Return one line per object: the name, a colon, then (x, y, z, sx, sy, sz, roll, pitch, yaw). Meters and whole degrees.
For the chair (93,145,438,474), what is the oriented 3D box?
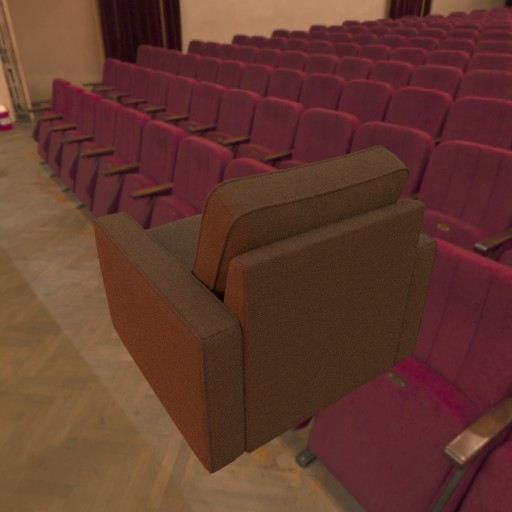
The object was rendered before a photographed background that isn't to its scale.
chair: (0.000, 0.000, 1.753, 1.017, 0.919, 0.940, -19, 34, -30)
